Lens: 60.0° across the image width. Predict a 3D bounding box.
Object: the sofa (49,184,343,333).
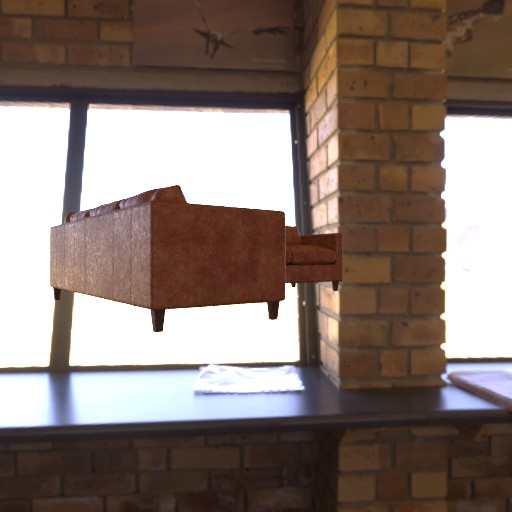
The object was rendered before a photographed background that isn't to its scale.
[{"bbox_3d":[0.000,0.000,4.224,3.150,0.838,2.438,0,0,-37],"label":"sofa"}]
